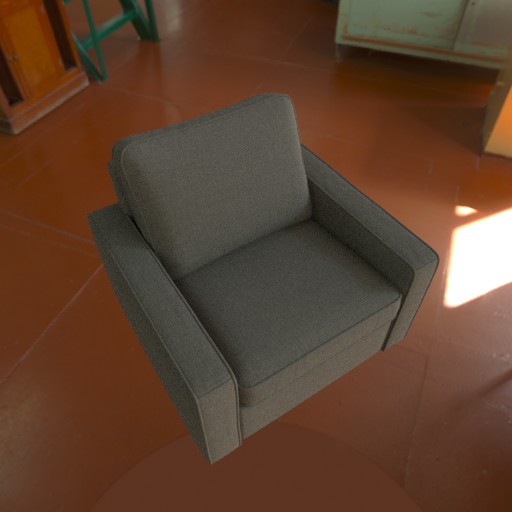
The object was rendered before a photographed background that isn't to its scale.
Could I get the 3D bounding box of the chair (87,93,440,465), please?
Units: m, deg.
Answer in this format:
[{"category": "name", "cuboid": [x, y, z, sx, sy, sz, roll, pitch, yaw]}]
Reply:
[{"category": "chair", "cuboid": [0.000, 0.000, 1.725, 1.017, 0.919, 0.940, -26, 53, -21]}]
